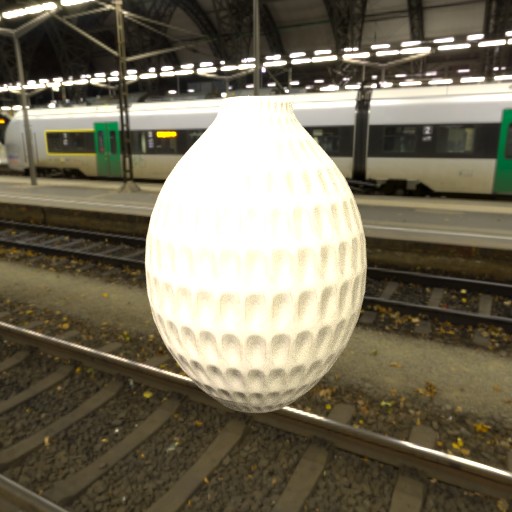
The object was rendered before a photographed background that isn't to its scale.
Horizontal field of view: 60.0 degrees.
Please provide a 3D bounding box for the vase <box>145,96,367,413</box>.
[{"bbox_3d":[0.000,0.000,0.333,0.162,0.223,0.162,0,14,0],"label":"vase"}]
